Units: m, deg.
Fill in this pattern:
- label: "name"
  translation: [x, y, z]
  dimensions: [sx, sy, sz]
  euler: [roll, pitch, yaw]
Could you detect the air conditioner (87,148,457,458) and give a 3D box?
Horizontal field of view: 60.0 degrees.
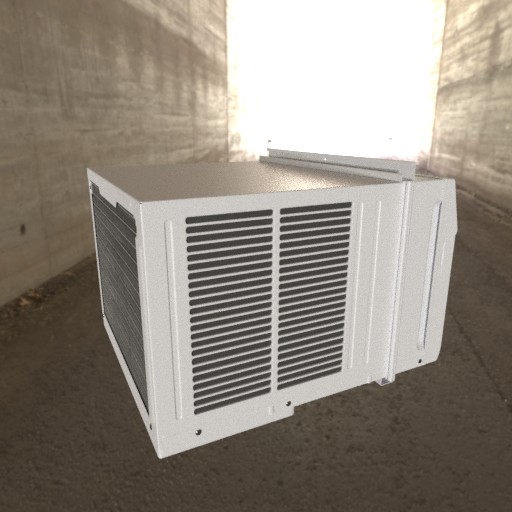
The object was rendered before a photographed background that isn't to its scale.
- label: "air conditioner"
  translation: [0.000, 0.000, 0.877]
  dimensions: [0.546, 0.388, 0.503]
  euler: [-8, 18, -26]
